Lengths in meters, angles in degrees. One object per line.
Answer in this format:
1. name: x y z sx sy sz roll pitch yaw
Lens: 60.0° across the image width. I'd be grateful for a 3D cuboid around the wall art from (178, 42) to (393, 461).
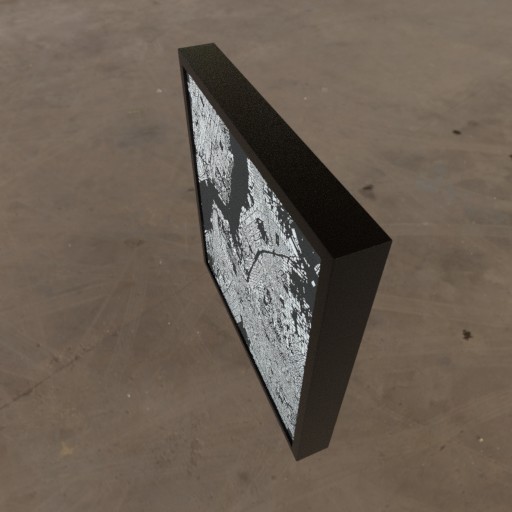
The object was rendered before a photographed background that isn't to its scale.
1. wall art: 0.000 0.000 0.440 0.037 0.299 0.299 -17 49 -15
